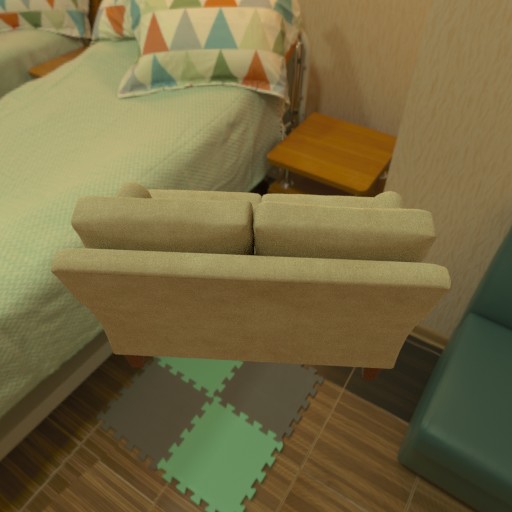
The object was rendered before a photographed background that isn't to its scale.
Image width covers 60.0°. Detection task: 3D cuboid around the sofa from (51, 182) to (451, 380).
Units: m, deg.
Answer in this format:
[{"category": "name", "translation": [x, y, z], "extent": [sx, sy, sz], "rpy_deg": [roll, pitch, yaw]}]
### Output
[{"category": "sofa", "translation": [0.000, 0.000, 2.255], "extent": [1.498, 1.087, 1.086], "rpy_deg": [2, 45, 2]}]
